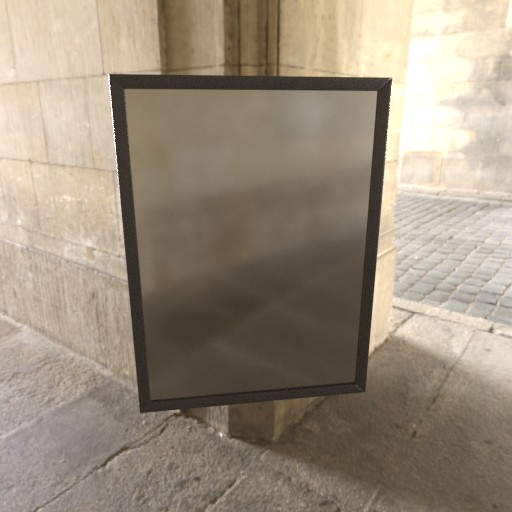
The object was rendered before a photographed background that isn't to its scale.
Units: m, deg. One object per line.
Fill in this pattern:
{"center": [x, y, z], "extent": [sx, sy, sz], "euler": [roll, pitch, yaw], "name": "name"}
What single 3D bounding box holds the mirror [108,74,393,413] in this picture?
{"center": [0.000, 0.000, 1.349], "extent": [0.762, 1.016, 0.040], "euler": [-3, 18, -8], "name": "mirror"}
